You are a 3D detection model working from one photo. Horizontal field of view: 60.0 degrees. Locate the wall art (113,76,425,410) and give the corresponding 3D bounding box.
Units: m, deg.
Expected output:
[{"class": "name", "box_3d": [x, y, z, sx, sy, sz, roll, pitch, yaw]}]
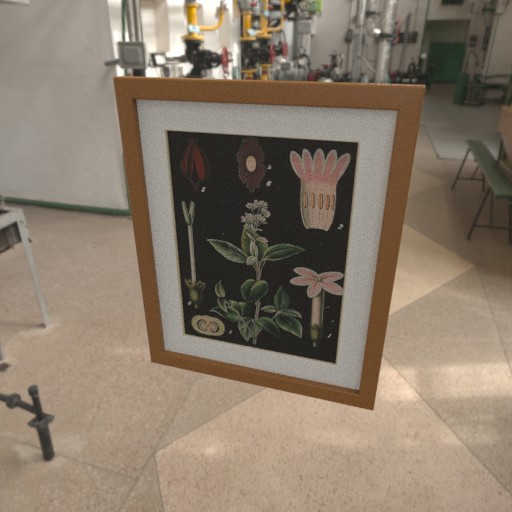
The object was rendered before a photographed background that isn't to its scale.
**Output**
[{"class": "wall art", "box_3d": [0.000, 0.000, 0.744, 0.449, 0.550, 0.021, 8, 28, 15]}]
